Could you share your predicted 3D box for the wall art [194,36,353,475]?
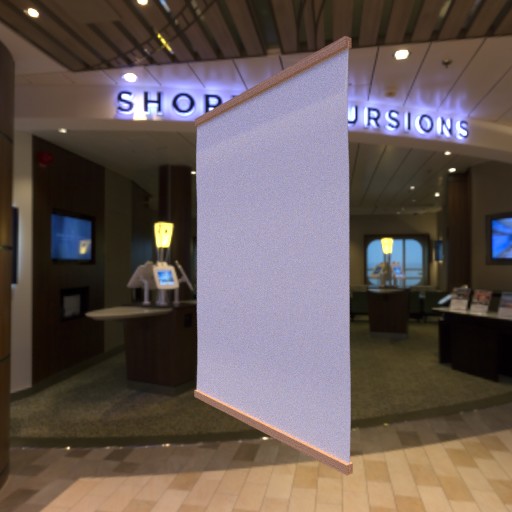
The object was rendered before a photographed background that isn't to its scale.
[{"bbox_3d":[0.000,0.000,1.329,0.020,1.016,0.739,1,-1,-36],"label":"wall art"}]
